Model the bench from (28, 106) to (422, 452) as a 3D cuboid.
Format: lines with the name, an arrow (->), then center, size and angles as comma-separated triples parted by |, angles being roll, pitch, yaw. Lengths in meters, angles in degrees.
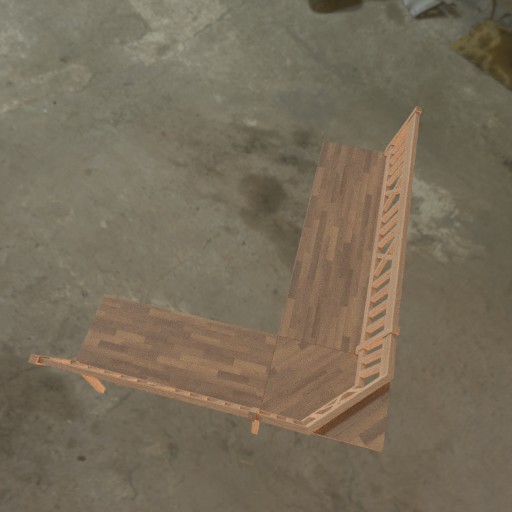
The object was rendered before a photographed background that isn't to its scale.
bench -> 0.000, 0.000, 2.652 | 1.537, 0.902, 1.937 | 12, 63, 7
